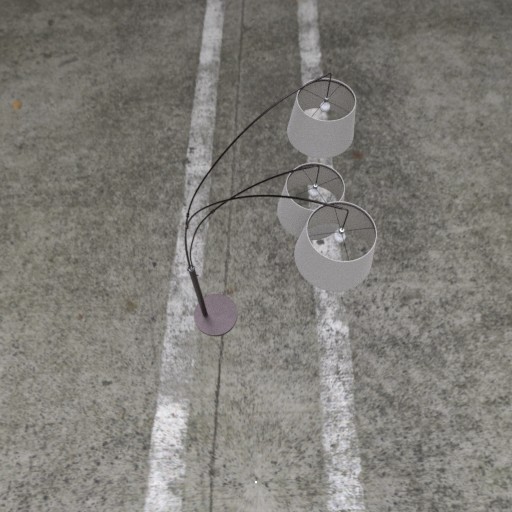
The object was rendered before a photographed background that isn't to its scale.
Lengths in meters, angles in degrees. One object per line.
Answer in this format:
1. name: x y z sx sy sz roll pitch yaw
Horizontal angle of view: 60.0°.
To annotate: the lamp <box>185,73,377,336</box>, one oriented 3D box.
1. lamp: 0.000 0.000 2.479 0.924 1.950 0.951 0 63 0
